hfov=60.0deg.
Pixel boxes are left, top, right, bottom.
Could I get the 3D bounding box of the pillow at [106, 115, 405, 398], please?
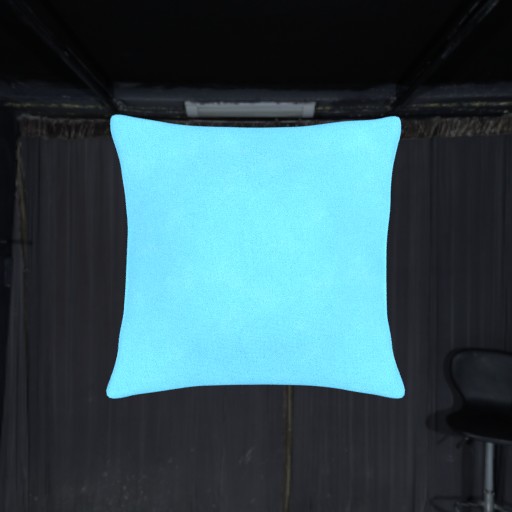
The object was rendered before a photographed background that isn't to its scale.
[{"bbox_3d":[0.000,0.000,0.657,0.433,0.415,0.151,0,-1,-1],"label":"pillow"}]
